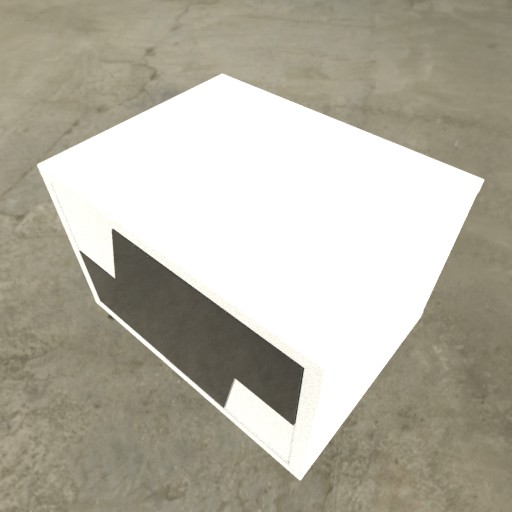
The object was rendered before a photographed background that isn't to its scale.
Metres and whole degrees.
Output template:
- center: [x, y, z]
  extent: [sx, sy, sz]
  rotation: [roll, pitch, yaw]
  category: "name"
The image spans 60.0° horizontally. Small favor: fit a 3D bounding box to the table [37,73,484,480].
- center: [0.000, 0.000, 0.774]
  extent: [0.517, 0.357, 0.399]
  rotation: [32, 55, 26]
  category: "table"
